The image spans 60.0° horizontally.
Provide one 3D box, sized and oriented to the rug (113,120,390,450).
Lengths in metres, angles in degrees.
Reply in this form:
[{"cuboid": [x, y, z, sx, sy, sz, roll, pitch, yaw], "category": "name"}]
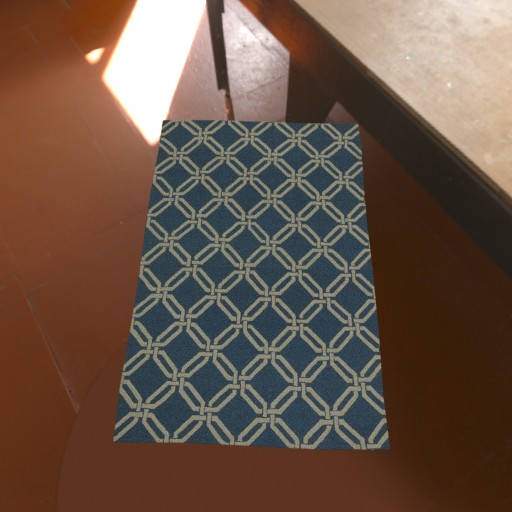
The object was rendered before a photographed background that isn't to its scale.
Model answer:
[{"cuboid": [0.000, 0.000, 2.207, 1.153, 0.010, 1.755, 1, 64, 1], "category": "rug"}]
